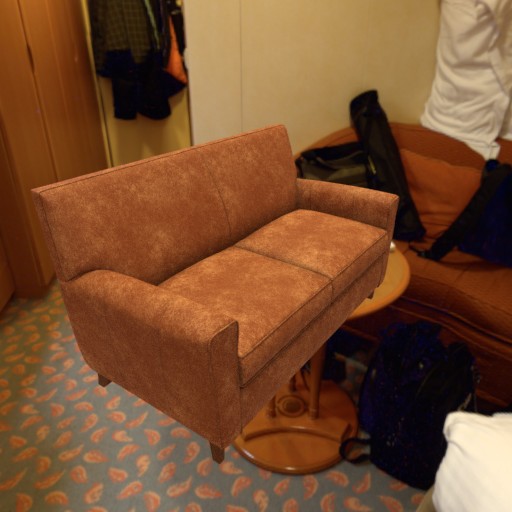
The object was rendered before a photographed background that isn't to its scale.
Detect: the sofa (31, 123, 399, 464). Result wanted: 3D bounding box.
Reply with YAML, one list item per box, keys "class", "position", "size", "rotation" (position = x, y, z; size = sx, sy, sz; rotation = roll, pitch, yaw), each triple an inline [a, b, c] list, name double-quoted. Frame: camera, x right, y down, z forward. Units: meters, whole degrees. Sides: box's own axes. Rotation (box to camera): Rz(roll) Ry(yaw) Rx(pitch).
- class: "sofa"
  position: [0.000, 0.000, 1.980]
  size: [0.787, 0.871, 1.473]
  rotation: [18, 32, 32]
